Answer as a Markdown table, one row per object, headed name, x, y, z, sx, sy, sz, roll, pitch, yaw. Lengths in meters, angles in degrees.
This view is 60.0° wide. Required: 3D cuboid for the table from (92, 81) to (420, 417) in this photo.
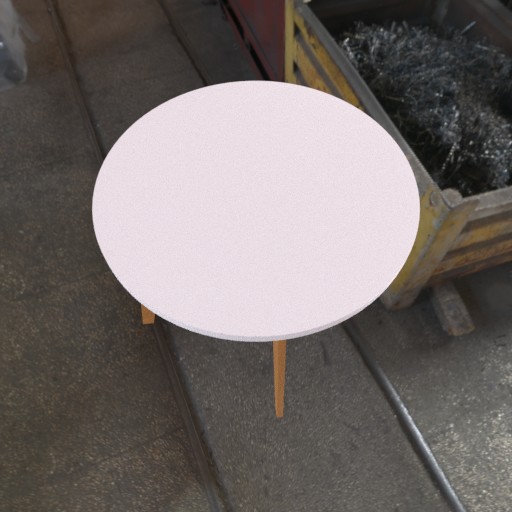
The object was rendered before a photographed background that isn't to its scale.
| name | x | y | z | sx | sy | sz | roll | pitch | yaw |
| --- | --- | --- | --- | --- | --- | --- | --- | --- | --- |
| table | 0.000 | 0.000 | 1.558 | 0.896 | 0.762 | 0.896 | 0 | 58 | 0 |
